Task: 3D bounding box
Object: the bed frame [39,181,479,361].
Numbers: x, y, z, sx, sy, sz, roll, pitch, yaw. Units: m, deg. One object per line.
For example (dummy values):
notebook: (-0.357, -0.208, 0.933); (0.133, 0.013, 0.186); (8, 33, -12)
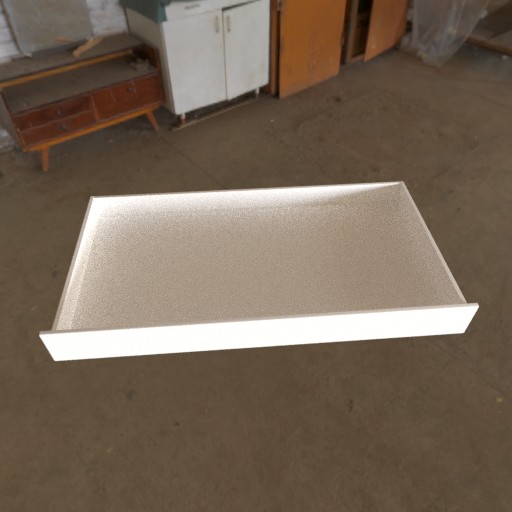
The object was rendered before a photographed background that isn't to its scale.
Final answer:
bed frame: (0.000, 0.000, 1.586); (1.300, 0.141, 0.670); (-3, 46, -3)
